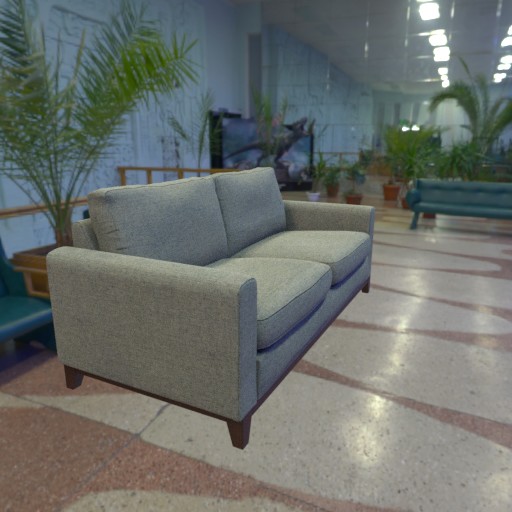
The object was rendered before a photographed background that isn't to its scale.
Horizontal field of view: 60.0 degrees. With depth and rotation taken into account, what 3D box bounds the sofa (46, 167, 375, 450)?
[{"bbox_3d":[0.000,0.000,2.507,0.969,0.892,1.978,7,17,26],"label":"sofa"}]
